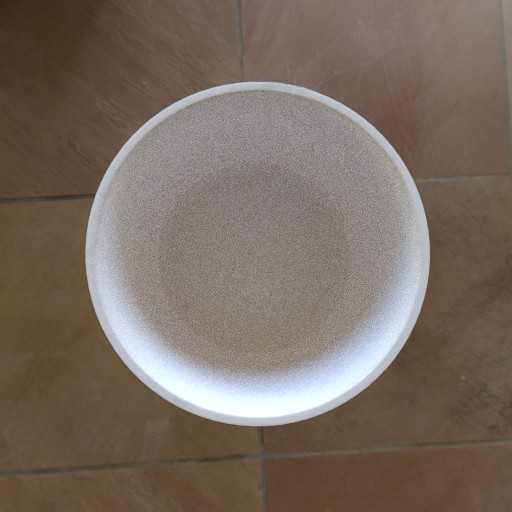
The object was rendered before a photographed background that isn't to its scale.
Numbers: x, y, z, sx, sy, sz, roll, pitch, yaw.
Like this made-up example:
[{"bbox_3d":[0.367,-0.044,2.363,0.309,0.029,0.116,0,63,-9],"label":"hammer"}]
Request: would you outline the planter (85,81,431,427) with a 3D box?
[{"bbox_3d":[0.000,0.000,0.383,0.221,0.201,0.221,0,89,-1],"label":"planter"}]
